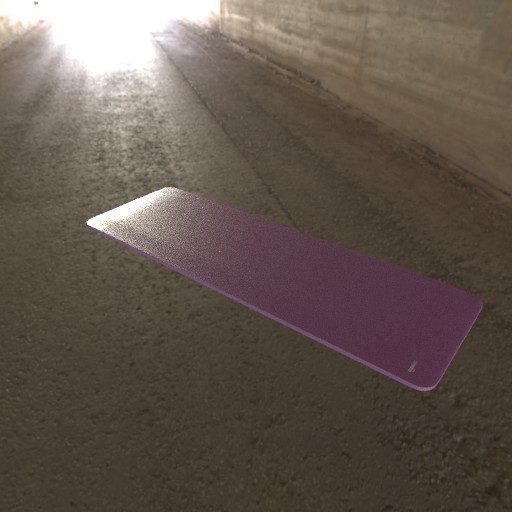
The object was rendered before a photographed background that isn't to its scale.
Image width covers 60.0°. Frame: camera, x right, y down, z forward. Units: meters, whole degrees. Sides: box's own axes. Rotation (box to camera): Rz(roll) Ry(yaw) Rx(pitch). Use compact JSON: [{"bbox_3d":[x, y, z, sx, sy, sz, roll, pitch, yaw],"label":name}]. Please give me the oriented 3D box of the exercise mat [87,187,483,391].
[{"bbox_3d":[0.000,0.000,2.064,1.869,0.021,0.616,22,38,32],"label":"exercise mat"}]
